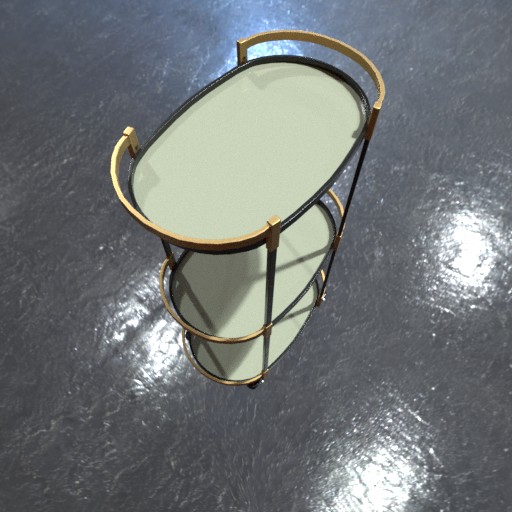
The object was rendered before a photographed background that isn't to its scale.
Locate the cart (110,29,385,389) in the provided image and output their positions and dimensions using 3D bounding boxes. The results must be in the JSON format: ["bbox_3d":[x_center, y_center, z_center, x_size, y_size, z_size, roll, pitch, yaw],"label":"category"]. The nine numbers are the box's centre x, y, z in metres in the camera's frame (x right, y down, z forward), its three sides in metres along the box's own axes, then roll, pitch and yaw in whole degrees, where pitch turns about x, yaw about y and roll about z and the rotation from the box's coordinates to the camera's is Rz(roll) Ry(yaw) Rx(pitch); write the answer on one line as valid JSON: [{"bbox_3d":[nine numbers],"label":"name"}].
[{"bbox_3d":[0.000,0.000,1.098,0.311,0.885,0.515,33,65,18],"label":"cart"}]
